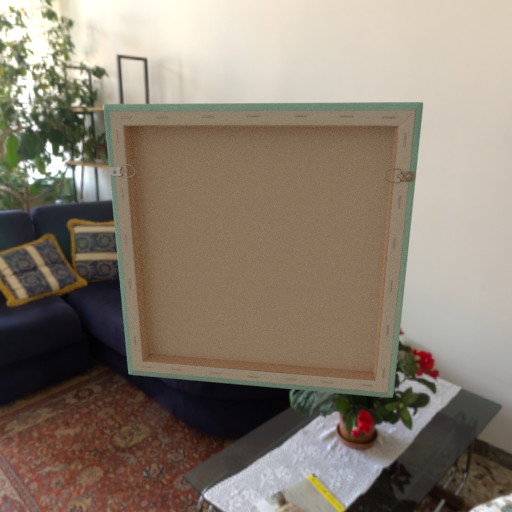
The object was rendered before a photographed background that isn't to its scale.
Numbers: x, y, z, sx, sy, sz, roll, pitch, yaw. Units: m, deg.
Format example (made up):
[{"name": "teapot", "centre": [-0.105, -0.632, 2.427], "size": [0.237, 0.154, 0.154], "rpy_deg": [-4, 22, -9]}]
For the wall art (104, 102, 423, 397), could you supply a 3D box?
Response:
[{"name": "wall art", "centre": [0.000, 0.000, 1.175], "size": [0.765, 0.766, 0.054], "rpy_deg": [3, 17, 8]}]
